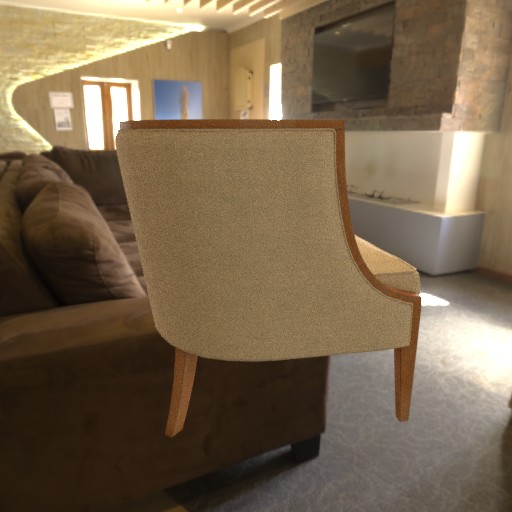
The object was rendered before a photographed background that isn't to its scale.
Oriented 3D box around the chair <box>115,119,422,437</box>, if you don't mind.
[{"bbox_3d":[0.000,0.000,1.346,0.757,0.775,0.711,-3,16,-10],"label":"chair"}]
